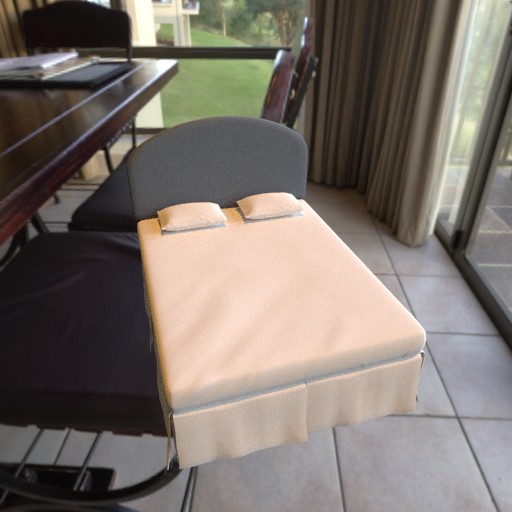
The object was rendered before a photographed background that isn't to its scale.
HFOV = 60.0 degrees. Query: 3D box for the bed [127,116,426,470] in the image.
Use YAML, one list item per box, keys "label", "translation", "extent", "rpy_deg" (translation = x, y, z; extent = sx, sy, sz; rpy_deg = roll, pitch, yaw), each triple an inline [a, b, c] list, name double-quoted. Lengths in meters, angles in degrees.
- label: "bed"
  translation: [0.000, 0.000, 3.054]
  extent: [1.607, 1.410, 2.005]
  rpy_deg: [-9, 33, -14]
